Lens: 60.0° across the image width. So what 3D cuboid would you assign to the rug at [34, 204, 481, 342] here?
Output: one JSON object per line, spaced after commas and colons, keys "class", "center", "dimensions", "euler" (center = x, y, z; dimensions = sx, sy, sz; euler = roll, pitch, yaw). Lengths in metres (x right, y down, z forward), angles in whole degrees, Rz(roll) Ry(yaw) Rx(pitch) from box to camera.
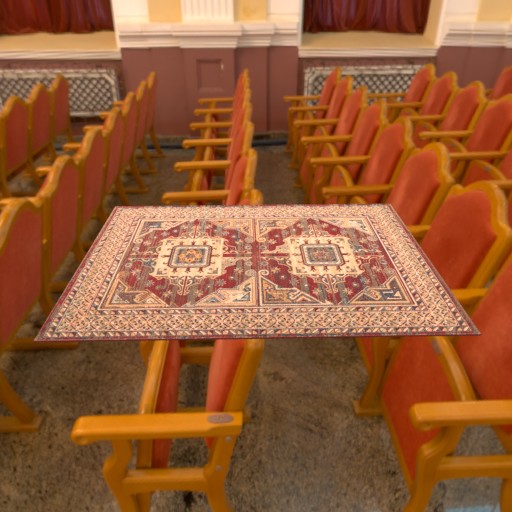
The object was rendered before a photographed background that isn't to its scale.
{"class": "rug", "center": [0.000, 0.000, 2.875], "dimensions": [2.210, 0.011, 1.599], "euler": [-1, 30, -1]}
